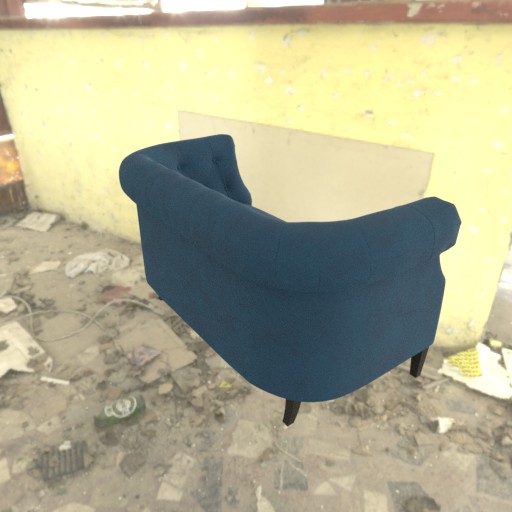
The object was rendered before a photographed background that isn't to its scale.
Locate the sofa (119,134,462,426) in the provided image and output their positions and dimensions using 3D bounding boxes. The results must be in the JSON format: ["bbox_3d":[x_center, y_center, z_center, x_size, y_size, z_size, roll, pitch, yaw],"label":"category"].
[{"bbox_3d":[0.000,0.000,2.032,0.835,0.827,1.558,-18,32,-32],"label":"sofa"}]
